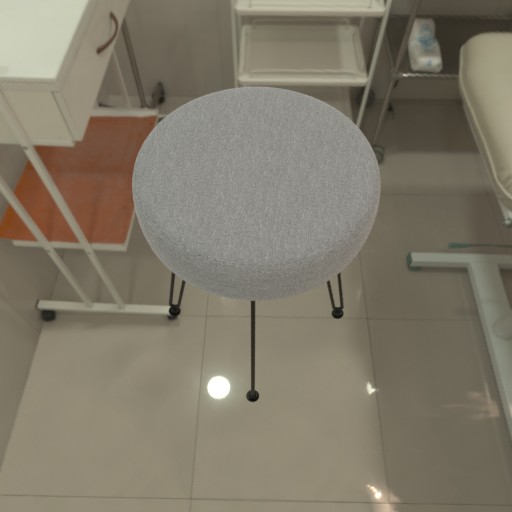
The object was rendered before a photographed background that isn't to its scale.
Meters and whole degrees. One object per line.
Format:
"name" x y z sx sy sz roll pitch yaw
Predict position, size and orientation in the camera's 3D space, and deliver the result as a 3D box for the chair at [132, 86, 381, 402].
"chair" 0.000 0.000 0.703 0.350 0.440 0.350 1 58 0
